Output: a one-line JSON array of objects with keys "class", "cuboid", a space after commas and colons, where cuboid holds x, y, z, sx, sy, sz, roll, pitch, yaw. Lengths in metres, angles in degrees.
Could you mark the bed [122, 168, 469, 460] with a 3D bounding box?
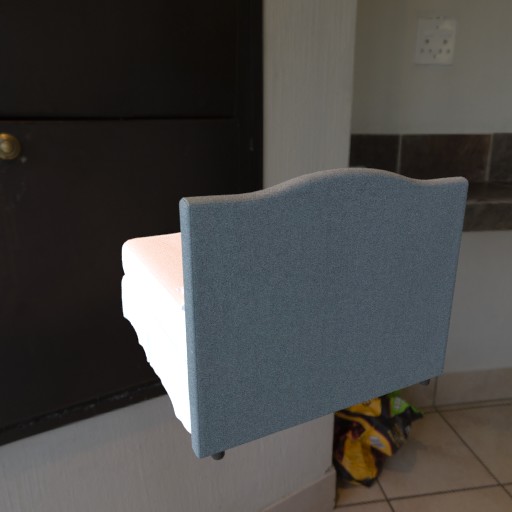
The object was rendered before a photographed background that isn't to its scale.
[{"class": "bed", "cuboid": [0.000, 0.000, 3.306, 1.753, 1.460, 2.143, -8, 18, -26]}]
